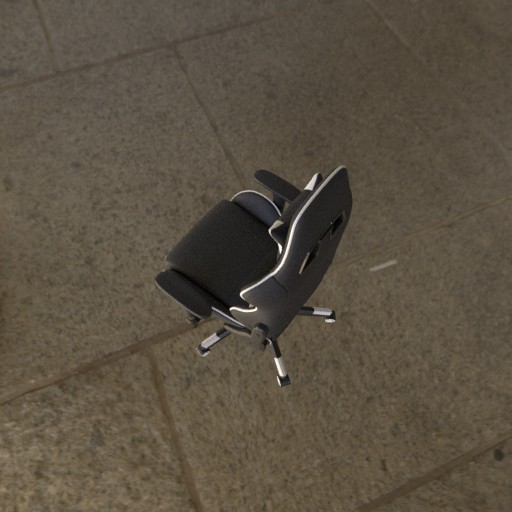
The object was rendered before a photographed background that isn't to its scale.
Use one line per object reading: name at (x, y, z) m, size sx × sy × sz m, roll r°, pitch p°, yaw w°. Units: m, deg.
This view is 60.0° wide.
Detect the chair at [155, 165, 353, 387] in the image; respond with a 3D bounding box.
chair at (0.000, 0.000, 1.699) m, size 0.700 × 1.240 × 0.700 m, roll 34°, pitch 68°, yaw 16°
